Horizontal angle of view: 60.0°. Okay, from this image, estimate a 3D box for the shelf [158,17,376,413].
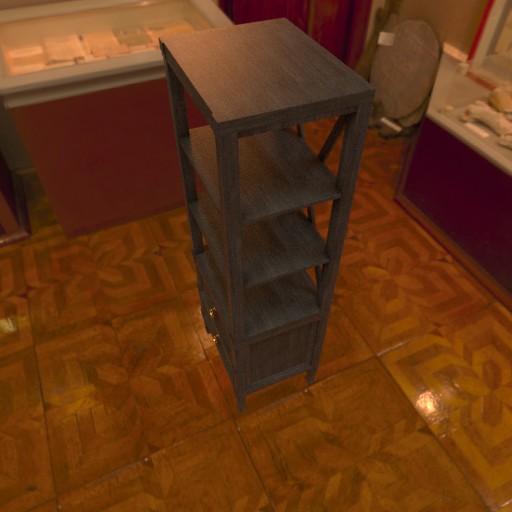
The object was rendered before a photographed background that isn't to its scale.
[{"bbox_3d":[0.000,0.000,1.971,0.472,1.727,0.584,-17,49,-15],"label":"shelf"}]
